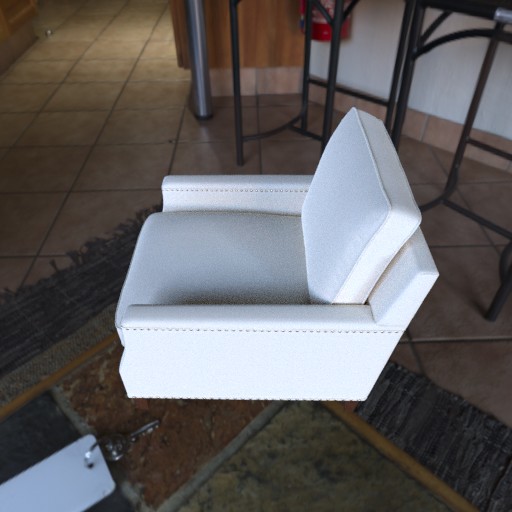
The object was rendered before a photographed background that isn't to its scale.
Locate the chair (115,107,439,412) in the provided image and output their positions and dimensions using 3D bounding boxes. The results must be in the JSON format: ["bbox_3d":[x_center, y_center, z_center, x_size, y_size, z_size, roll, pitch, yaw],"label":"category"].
[{"bbox_3d":[0.000,0.000,1.737,1.014,0.943,0.853,1,43,1],"label":"chair"}]
